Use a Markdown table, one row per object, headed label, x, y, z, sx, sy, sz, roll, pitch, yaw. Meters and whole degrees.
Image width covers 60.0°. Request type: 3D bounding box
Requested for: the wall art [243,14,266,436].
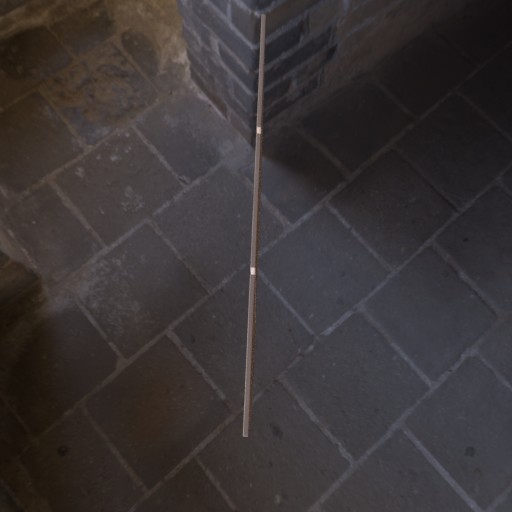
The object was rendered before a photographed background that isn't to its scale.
| label | x | y | z | sx | sy | sz | roll | pitch | yaw |
| --- | --- | --- | --- | --- | --- | --- | --- | --- | --- |
| wall art | 0.000 | 0.000 | 1.798 | 0.013 | 1.218 | 1.219 | 2 | 75 | 1 |
